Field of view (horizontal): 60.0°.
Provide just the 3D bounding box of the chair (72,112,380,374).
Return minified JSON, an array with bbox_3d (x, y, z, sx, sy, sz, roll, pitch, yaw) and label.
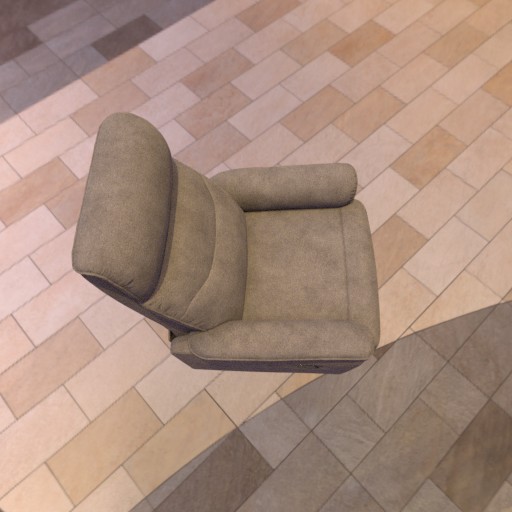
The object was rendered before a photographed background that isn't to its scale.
[{"bbox_3d":[0.000,0.000,1.738,1.009,1.036,0.830,1,64,0],"label":"chair"}]
